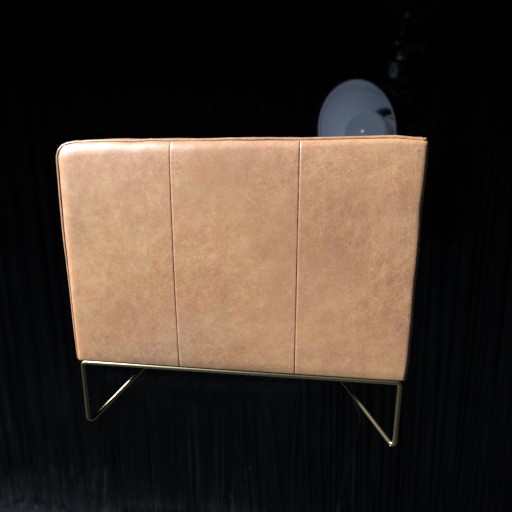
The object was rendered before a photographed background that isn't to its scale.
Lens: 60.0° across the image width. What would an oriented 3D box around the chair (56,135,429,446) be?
[{"bbox_3d":[0.000,0.000,1.555,0.912,0.797,0.920,2,14,7],"label":"chair"}]
